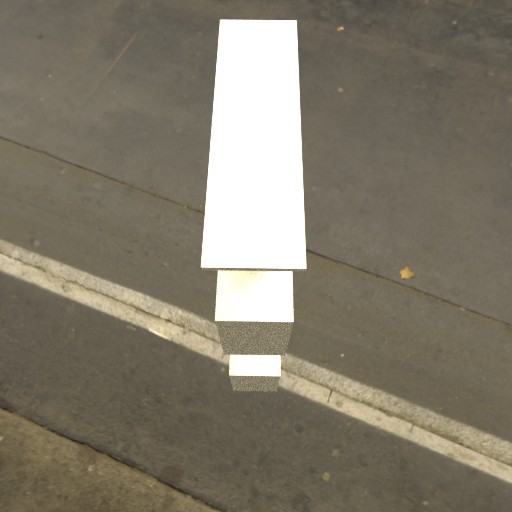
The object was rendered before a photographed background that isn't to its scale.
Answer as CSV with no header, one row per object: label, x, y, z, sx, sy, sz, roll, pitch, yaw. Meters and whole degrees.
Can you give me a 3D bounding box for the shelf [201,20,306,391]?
shelf,0.000,0.000,1.981,0.250,1.650,0.890,1,63,0
